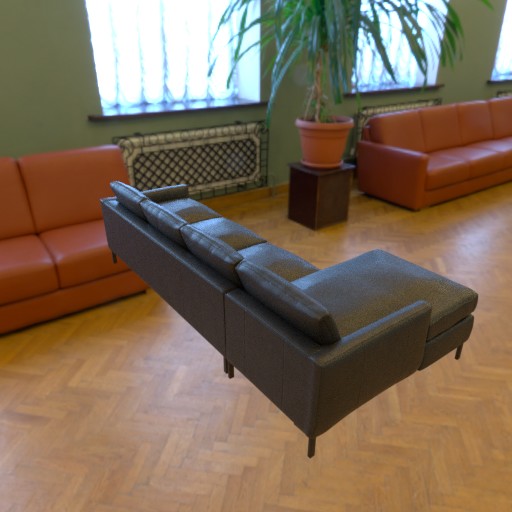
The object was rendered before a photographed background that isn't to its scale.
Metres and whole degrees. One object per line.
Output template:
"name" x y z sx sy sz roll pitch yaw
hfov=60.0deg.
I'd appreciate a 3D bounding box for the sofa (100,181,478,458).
"sofa" 0.000 0.000 3.590 1.471 0.859 2.993 -18 31 -32
